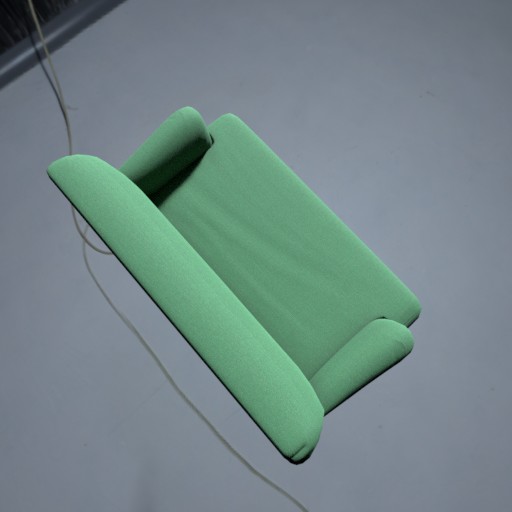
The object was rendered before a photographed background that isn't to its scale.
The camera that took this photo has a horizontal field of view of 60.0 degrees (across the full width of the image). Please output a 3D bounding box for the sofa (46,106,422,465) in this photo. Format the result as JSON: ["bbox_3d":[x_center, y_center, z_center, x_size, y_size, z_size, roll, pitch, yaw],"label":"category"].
[{"bbox_3d":[0.000,0.000,1.762,0.779,0.889,1.297,-41,79,-10],"label":"sofa"}]
